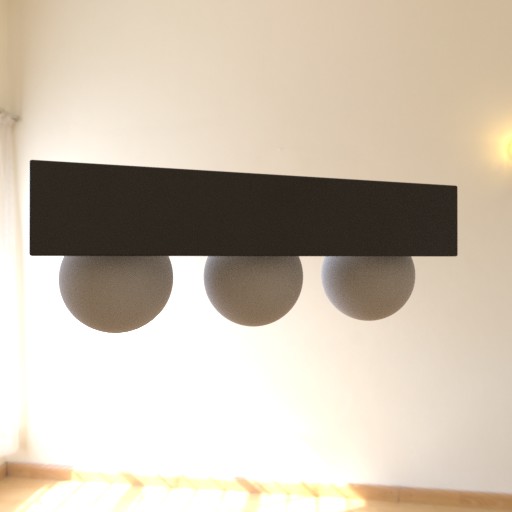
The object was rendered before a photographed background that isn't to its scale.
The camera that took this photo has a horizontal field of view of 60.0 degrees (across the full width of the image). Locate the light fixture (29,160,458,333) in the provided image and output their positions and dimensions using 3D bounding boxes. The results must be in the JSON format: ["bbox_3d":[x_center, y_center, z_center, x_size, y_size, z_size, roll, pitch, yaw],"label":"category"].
[{"bbox_3d":[0.000,0.000,0.819,0.721,0.263,0.218,0,0,-18],"label":"light fixture"}]
